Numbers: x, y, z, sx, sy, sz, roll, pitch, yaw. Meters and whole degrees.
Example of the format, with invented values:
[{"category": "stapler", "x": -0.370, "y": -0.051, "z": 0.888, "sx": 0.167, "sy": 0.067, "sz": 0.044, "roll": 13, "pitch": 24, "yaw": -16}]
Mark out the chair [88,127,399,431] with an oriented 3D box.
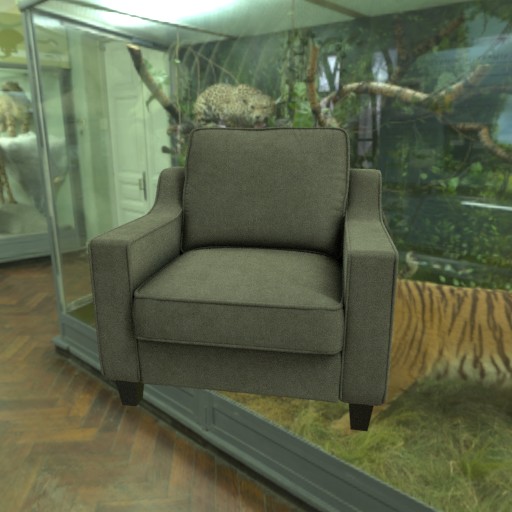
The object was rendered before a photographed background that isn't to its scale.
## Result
[{"category": "chair", "x": 0.000, "y": 0.000, "z": 1.670, "sx": 0.926, "sy": 0.944, "sz": 0.840, "roll": 3, "pitch": 15, "yaw": 10}]
